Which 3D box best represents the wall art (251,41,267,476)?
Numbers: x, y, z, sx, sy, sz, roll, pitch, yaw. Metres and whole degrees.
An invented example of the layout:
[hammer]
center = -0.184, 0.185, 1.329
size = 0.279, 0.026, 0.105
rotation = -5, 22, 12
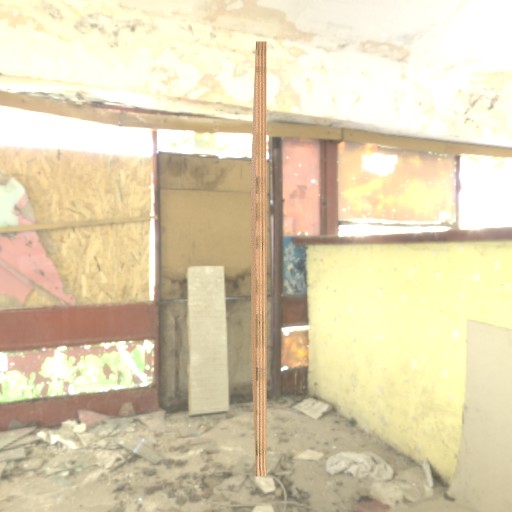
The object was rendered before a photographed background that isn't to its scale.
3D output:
[wall art]
center = 0.000, 0.000, 0.669
size = 0.010, 0.408, 0.508
rotation = 0, 1, -1
